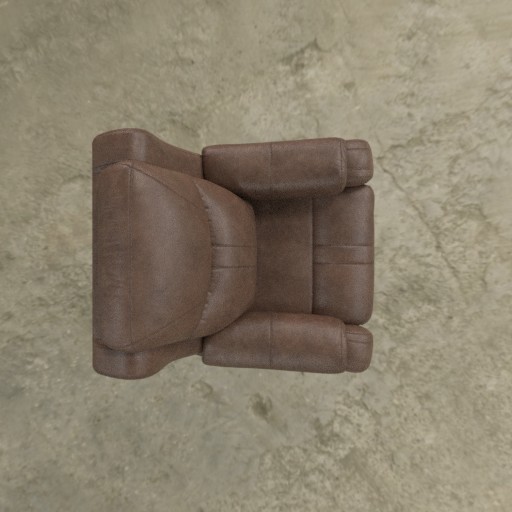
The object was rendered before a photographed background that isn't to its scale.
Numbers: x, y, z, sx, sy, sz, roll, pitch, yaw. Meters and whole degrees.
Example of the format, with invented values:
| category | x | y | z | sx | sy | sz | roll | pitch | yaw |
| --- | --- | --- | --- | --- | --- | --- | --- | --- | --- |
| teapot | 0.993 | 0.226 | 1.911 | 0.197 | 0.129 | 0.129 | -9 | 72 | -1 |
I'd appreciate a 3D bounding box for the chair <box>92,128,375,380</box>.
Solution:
| category | x | y | z | sx | sy | sz | roll | pitch | yaw |
| --- | --- | --- | --- | --- | --- | --- | --- | --- | --- |
| chair | 0.000 | 0.000 | 1.778 | 1.067 | 0.990 | 0.940 | 0 | 90 | -1 |
